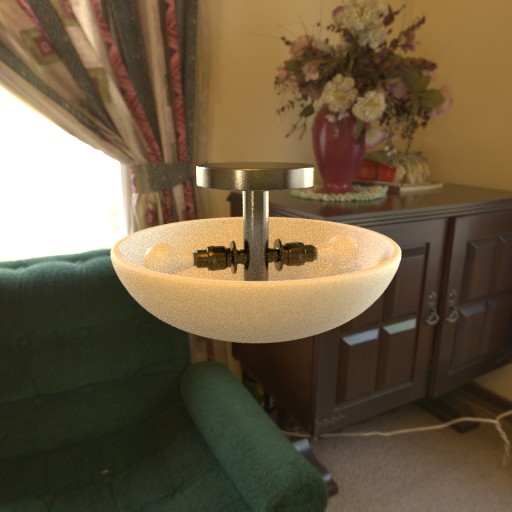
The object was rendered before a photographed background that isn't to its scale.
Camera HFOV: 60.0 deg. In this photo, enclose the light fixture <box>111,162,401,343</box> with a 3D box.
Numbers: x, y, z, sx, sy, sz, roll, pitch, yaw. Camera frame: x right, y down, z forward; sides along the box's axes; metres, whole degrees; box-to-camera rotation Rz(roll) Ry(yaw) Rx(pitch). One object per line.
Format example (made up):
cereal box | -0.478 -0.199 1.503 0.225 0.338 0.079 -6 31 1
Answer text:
light fixture | 0.000 0.000 0.531 0.330 0.214 0.330 0 15 0
